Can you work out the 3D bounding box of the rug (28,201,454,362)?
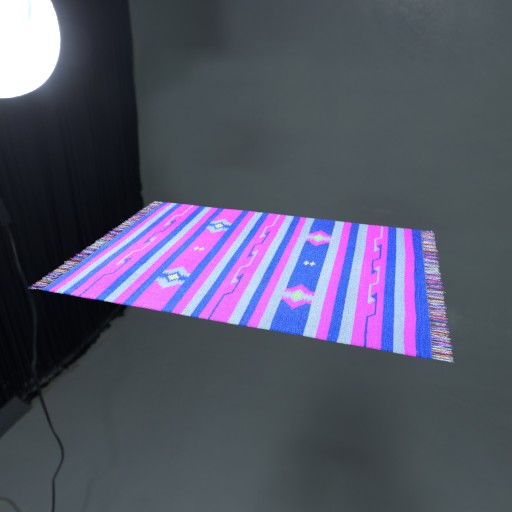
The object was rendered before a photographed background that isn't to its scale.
[{"bbox_3d":[0.000,0.000,2.955,2.350,0.013,1.539,8,28,15],"label":"rug"}]
